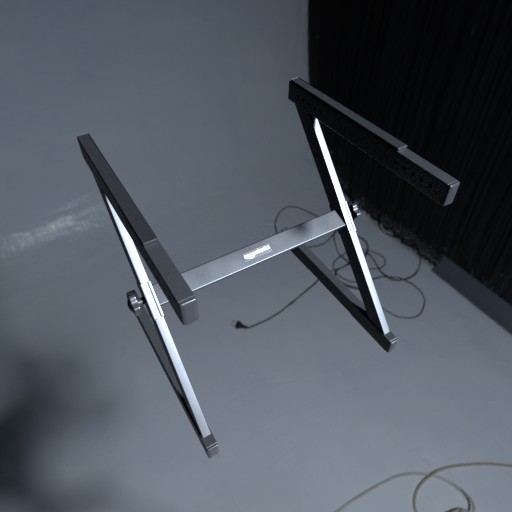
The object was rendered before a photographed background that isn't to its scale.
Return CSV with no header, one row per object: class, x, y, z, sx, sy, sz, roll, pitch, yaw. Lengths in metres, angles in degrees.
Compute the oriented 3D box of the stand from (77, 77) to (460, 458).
stand,0.000,0.000,1.179,0.700,0.617,0.586,-23,49,-21
